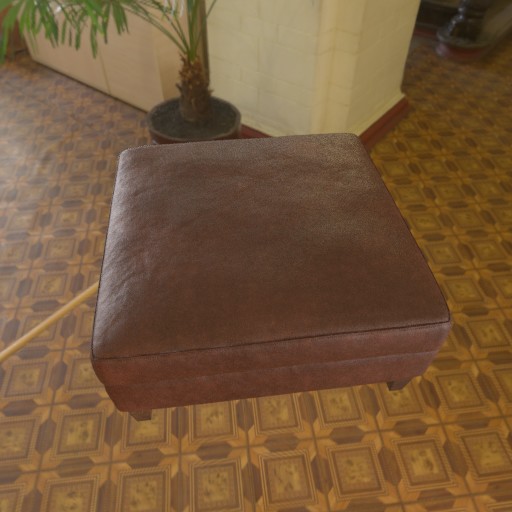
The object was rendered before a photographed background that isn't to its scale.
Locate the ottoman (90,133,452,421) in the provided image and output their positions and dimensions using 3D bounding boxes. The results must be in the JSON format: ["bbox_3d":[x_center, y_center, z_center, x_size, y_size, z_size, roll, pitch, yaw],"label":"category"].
[{"bbox_3d":[0.000,0.000,1.347,0.836,0.415,0.844,-5,47,-5],"label":"ottoman"}]
